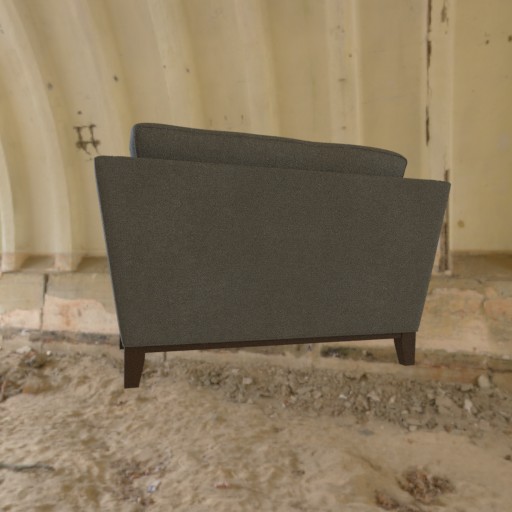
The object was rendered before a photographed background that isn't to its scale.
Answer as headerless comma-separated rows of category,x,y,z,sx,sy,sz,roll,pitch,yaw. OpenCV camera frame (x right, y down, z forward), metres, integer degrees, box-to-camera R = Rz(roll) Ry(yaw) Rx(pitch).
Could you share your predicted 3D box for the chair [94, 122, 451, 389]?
chair,0.000,0.000,2.063,1.396,0.942,0.965,1,-2,-18
